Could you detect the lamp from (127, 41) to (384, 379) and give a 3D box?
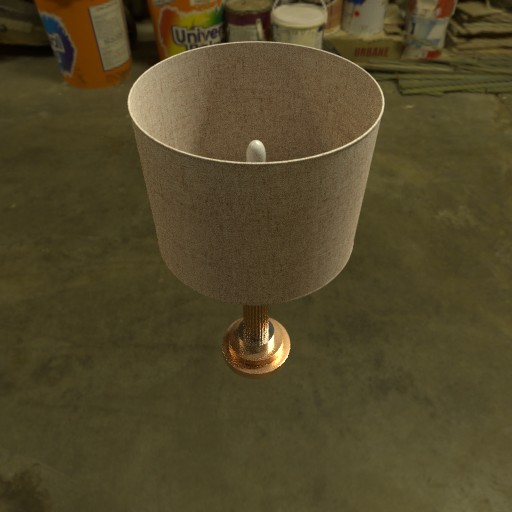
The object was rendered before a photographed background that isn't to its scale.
[{"bbox_3d":[0.000,0.000,0.785,0.321,0.610,0.321,-33,55,-27],"label":"lamp"}]
